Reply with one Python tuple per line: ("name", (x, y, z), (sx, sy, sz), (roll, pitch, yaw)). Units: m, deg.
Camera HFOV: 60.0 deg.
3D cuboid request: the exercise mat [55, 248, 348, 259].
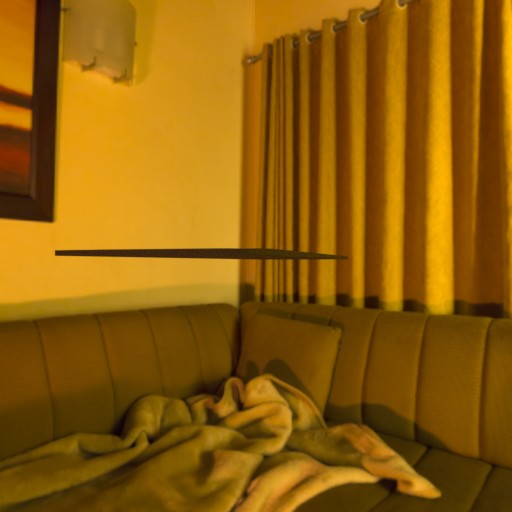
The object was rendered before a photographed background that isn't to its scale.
("exercise mat", (0.000, 0.000, 2.035), (0.616, 0.021, 1.869), (0, -1, 19))
